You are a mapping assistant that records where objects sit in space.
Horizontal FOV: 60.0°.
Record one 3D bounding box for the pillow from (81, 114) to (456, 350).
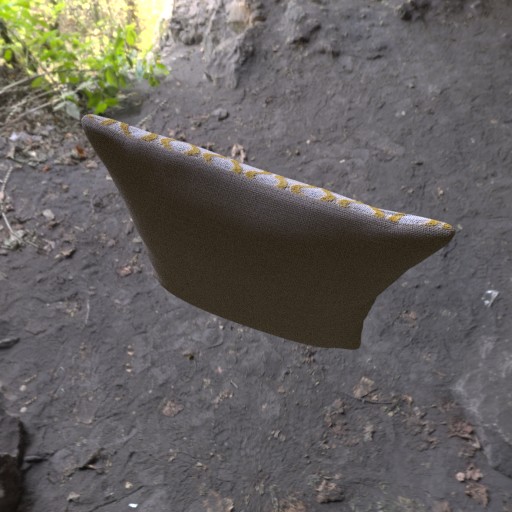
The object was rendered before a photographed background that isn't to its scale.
[{"bbox_3d":[0.000,0.000,0.667,0.429,0.436,0.159,18,65,9],"label":"pillow"}]
